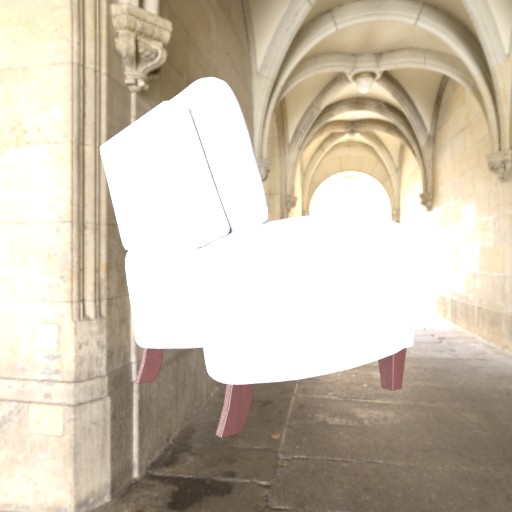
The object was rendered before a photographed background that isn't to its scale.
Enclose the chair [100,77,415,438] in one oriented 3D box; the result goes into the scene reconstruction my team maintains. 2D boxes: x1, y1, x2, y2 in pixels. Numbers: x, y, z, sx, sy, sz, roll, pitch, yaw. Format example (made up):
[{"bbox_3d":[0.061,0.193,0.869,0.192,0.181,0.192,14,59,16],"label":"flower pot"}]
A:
[{"bbox_3d":[0.000,0.000,1.666,0.990,0.990,0.762,0,0,-35],"label":"chair"}]
